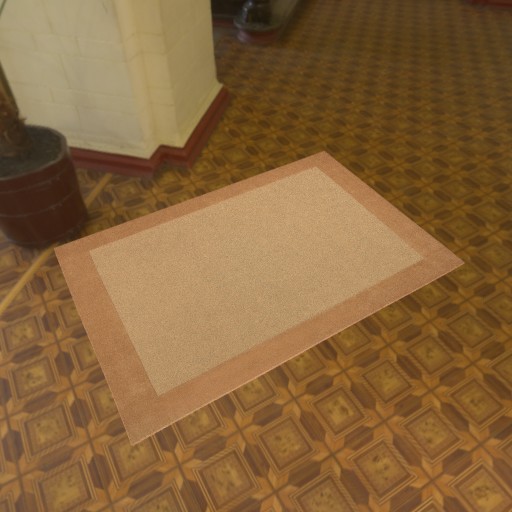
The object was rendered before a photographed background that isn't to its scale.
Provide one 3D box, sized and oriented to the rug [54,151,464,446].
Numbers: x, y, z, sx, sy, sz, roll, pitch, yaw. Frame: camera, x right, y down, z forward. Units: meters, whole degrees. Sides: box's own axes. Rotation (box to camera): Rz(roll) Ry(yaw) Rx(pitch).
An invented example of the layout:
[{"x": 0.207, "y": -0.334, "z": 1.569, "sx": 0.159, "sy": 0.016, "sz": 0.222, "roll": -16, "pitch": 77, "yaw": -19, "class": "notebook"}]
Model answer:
[{"x": 0.000, "y": 0.000, "z": 2.364, "sx": 1.829, "sy": 0.014, "sz": 1.219, "roll": -24, "pitch": 51, "yaw": -21, "class": "rug"}]
